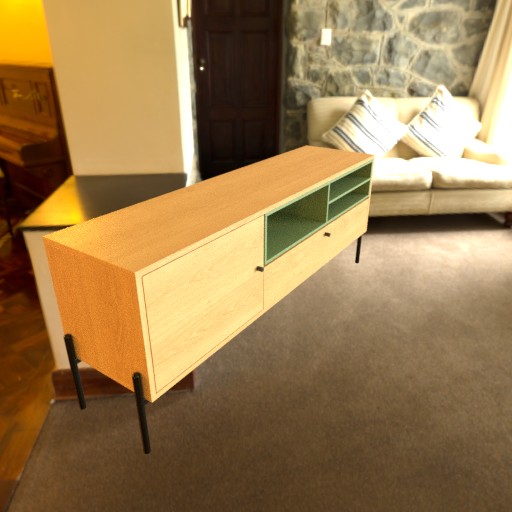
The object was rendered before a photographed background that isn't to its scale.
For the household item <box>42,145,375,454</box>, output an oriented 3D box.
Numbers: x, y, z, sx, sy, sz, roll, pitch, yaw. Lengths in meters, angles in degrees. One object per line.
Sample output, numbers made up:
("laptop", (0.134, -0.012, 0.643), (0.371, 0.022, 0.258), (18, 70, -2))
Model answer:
("household item", (0.000, 0.000, 1.817), (0.400, 0.600, 1.550), (17, 30, 31))
